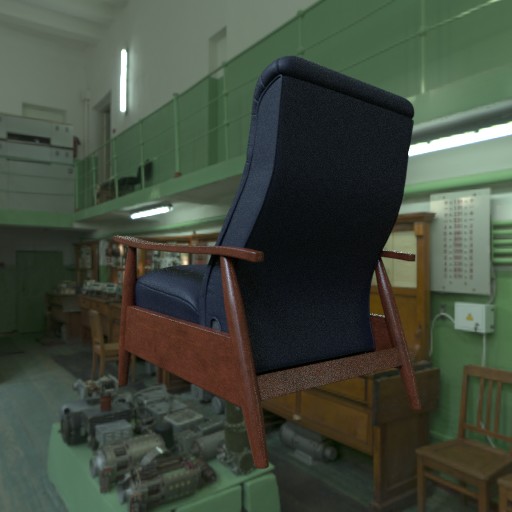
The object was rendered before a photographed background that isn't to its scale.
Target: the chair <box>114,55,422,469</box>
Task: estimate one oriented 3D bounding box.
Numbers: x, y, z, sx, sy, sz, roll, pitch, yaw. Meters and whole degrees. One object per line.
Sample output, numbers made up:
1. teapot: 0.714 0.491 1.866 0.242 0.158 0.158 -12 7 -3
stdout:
1. chair: 0.000 0.000 1.726 0.762 1.082 1.014 0 -1 -38
